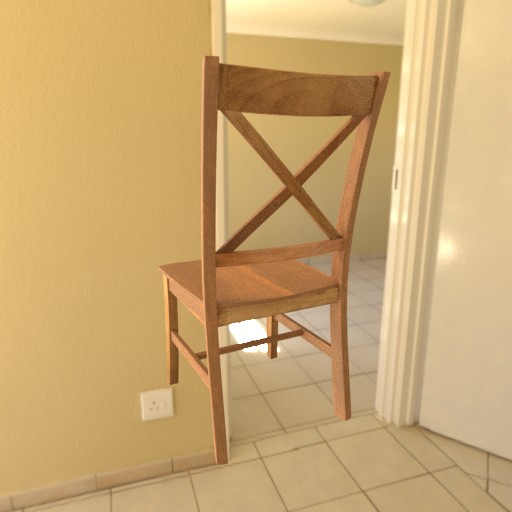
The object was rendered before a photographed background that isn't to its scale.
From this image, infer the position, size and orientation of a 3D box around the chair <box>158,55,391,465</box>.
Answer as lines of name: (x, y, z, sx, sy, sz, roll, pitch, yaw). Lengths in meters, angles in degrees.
chair: (0.000, 0.000, 1.310, 0.485, 0.983, 0.542, -8, 17, -27)
